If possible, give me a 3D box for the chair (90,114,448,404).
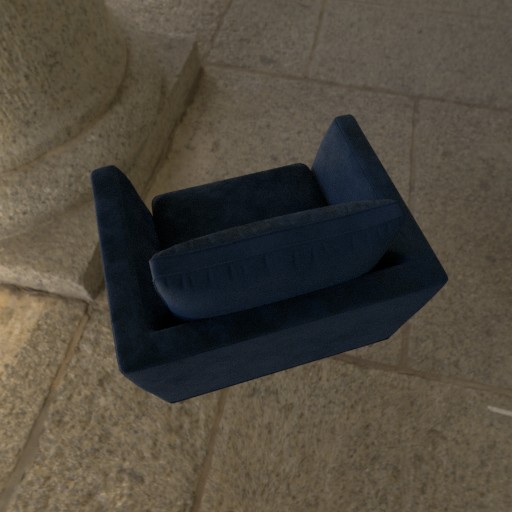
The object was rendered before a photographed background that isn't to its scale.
[{"bbox_3d":[0.000,0.000,1.592,0.977,0.893,0.746,-14,60,-9],"label":"chair"}]
